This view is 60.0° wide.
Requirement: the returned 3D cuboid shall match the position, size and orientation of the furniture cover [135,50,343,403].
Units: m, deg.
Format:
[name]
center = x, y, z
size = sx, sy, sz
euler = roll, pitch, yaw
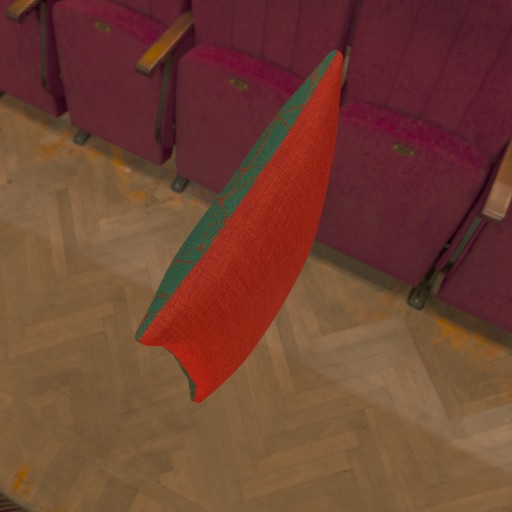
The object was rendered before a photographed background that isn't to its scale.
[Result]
[furniture cover]
center = 0.000, 0.000, 0.800
size = 0.158, 0.508, 0.517
euler = 27, 67, 12
